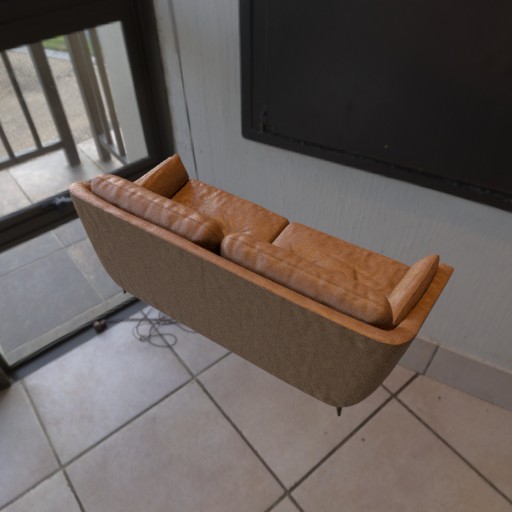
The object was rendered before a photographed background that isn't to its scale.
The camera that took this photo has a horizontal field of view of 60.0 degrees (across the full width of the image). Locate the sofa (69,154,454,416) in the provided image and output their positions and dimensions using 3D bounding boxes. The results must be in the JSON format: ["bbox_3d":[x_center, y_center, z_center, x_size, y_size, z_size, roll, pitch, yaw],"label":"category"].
[{"bbox_3d":[0.000,0.000,2.453,1.902,0.839,0.904,25,51,22],"label":"sofa"}]
